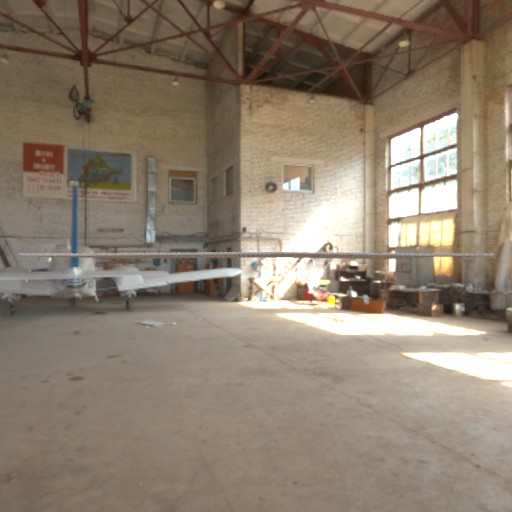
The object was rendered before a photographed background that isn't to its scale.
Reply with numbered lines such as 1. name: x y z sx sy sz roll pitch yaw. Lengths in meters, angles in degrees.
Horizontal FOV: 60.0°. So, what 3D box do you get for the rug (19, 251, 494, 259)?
1. rug: 0.000 0.000 2.258 1.804 0.022 1.162 0 -1 0
